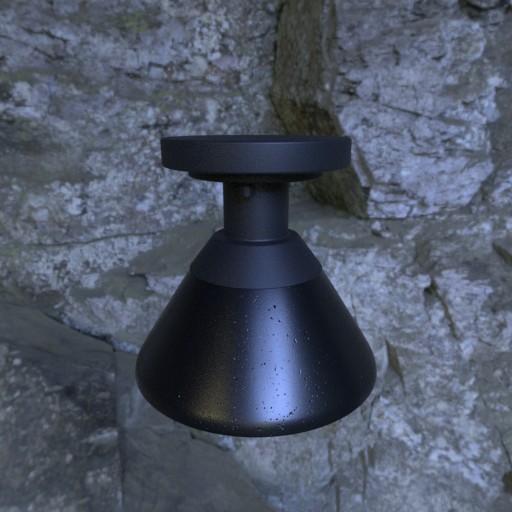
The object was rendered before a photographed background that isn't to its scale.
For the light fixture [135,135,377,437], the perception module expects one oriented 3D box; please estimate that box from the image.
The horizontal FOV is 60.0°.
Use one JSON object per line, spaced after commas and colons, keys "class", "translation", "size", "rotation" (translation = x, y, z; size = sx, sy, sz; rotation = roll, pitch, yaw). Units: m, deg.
{"class": "light fixture", "translation": [0.000, 0.000, 0.354], "size": [0.200, 0.183, 0.200], "rotation": [0, 17, 0]}
